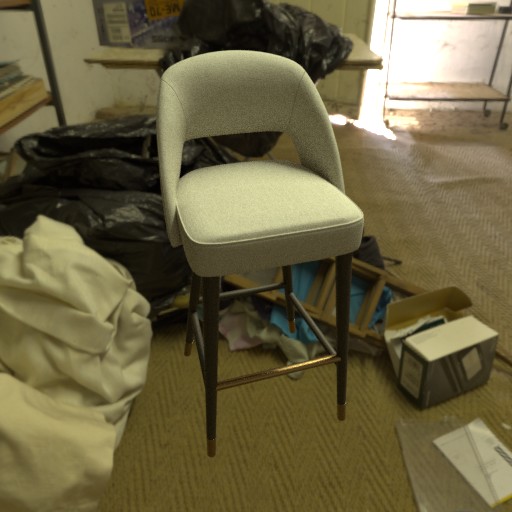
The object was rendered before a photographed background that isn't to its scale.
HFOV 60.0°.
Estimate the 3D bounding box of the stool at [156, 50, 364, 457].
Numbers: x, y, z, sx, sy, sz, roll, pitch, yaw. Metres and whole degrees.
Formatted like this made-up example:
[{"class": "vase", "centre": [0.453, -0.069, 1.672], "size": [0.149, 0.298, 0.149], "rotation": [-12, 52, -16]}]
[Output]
[{"class": "stool", "centre": [0.000, 0.000, 1.297], "size": [0.494, 1.037, 0.509], "rotation": [-10, 34, -14]}]
